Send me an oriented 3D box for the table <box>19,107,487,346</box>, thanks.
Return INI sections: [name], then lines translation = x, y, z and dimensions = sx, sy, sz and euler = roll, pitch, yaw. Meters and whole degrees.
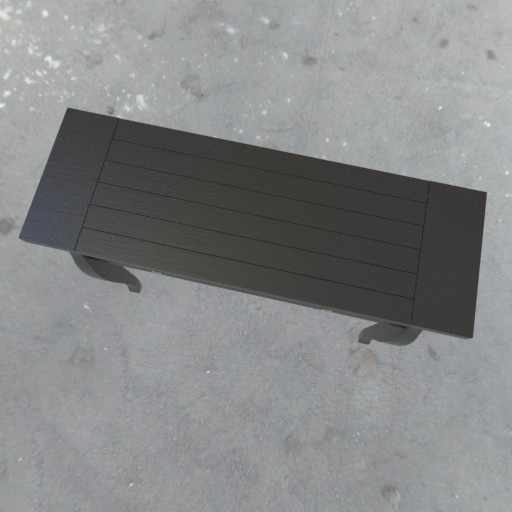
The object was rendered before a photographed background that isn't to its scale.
[table]
translation = 0.000, 0.000, 1.425
dimensions = 1.062, 0.768, 0.373
euler = 12, 76, 3
